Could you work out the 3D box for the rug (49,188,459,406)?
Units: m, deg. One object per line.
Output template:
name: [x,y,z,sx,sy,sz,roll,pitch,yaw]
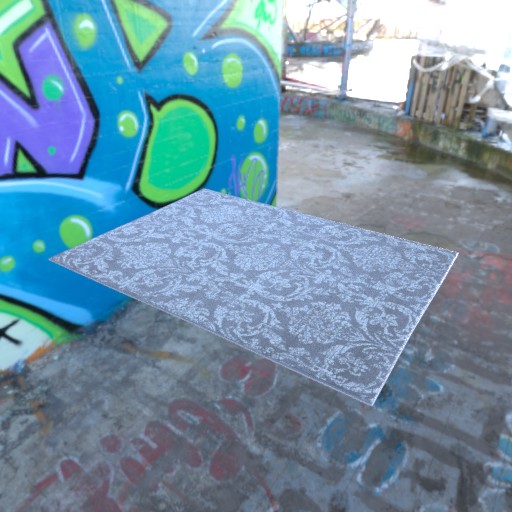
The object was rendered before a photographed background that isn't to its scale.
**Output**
rug: [0.000,0.000,2.926,2.206,0.014,1.578,18,34,29]
